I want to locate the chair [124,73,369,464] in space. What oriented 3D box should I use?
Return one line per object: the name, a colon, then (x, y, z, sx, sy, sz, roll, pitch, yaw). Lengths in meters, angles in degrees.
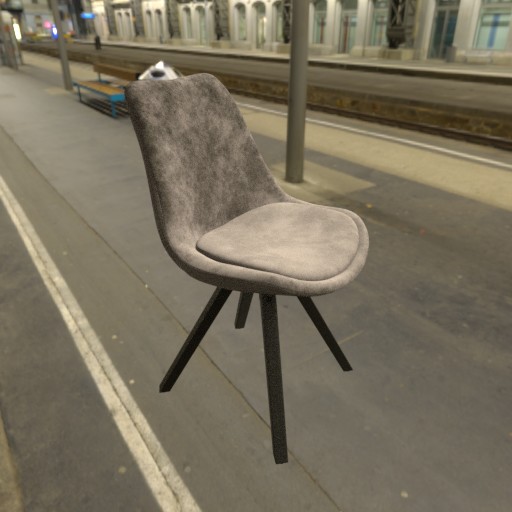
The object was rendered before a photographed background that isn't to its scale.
chair: (0.000, 0.000, 1.163, 0.550, 0.850, 0.485, 17, 32, 30)
